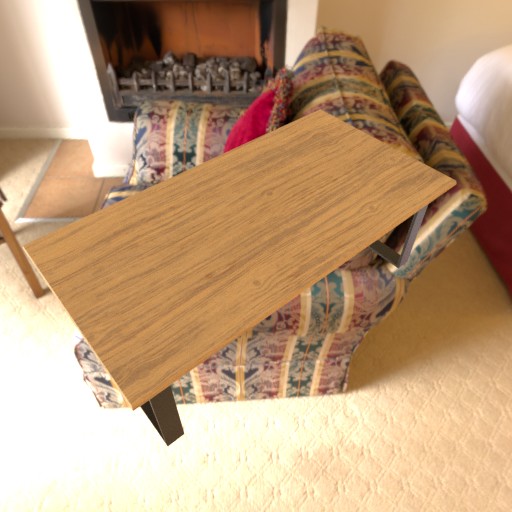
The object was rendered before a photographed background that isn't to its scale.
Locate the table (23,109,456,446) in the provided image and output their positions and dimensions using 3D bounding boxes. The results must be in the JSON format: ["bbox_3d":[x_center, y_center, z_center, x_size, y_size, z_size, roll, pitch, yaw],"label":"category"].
[{"bbox_3d":[0.000,0.000,1.656,1.331,0.445,0.693,-31,54,-26],"label":"table"}]
